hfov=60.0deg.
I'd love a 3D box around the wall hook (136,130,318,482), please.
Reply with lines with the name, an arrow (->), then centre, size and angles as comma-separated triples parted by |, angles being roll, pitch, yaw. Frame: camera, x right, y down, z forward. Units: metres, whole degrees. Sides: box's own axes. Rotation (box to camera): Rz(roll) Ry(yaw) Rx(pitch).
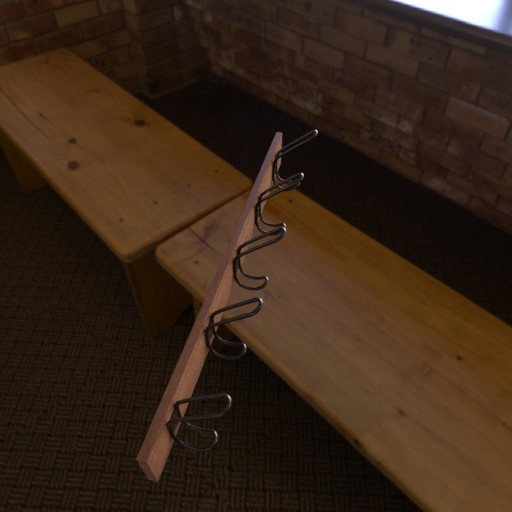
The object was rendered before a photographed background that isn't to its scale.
wall hook -> 0.000, 0.000, 0.583 | 0.076, 0.116, 0.554 | 11, 49, 10
